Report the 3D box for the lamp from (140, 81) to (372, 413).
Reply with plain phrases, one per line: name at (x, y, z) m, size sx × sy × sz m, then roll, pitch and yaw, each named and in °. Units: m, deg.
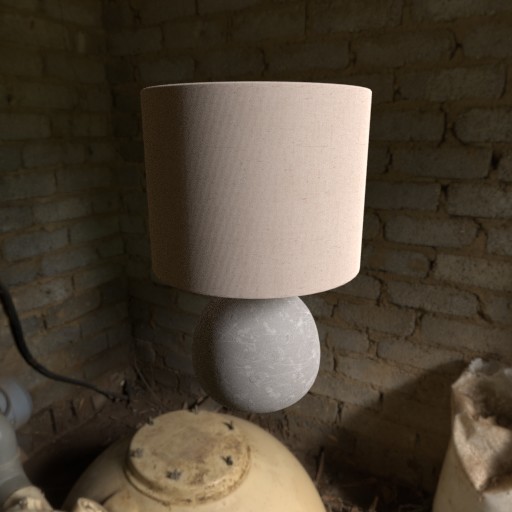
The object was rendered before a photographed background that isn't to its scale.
lamp at (0.000, 0.000, 0.588) m, size 0.269 × 0.409 × 0.269 m, roll -2°, pitch 16°, yaw -8°
